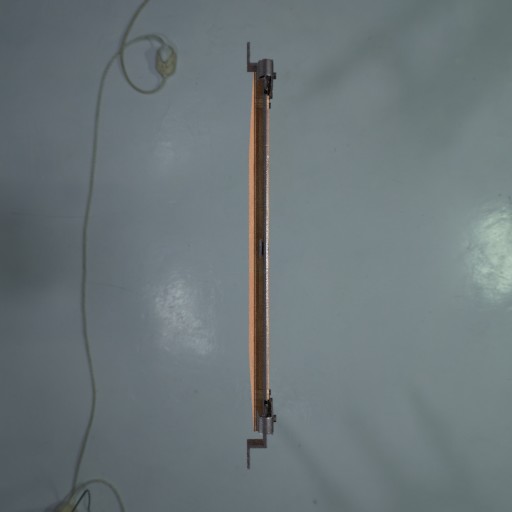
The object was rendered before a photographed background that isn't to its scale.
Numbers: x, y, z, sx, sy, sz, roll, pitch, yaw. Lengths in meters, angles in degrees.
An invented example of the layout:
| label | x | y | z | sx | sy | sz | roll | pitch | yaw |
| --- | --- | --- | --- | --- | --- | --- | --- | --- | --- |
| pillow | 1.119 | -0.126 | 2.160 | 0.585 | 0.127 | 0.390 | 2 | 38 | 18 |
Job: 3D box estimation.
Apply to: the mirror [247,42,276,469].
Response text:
| label | x | y | z | sx | sy | sz | roll | pitch | yaw |
| --- | --- | --- | --- | --- | --- | --- | --- | --- | --- |
| mirror | 0.000 | 0.000 | 1.176 | 0.054 | 0.800 | 0.805 | 0 | 90 | -2 |
